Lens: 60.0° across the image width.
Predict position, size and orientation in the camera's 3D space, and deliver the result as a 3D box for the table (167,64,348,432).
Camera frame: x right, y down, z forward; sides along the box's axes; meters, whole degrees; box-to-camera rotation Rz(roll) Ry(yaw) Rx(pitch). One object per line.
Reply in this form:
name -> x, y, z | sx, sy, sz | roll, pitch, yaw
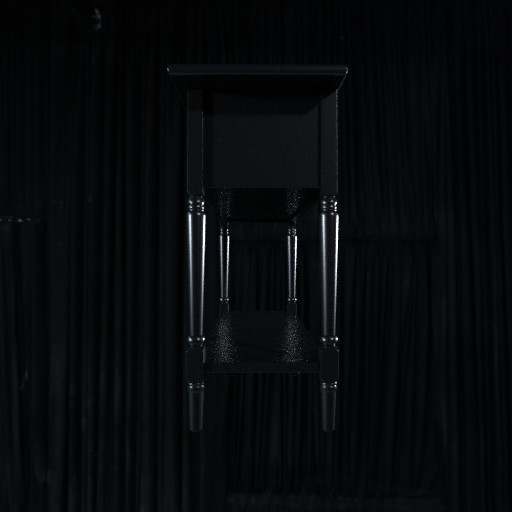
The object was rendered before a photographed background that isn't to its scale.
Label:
table -> 0.000, 0.000, 1.540 | 0.386, 0.819, 1.191 | 0, 0, 0
